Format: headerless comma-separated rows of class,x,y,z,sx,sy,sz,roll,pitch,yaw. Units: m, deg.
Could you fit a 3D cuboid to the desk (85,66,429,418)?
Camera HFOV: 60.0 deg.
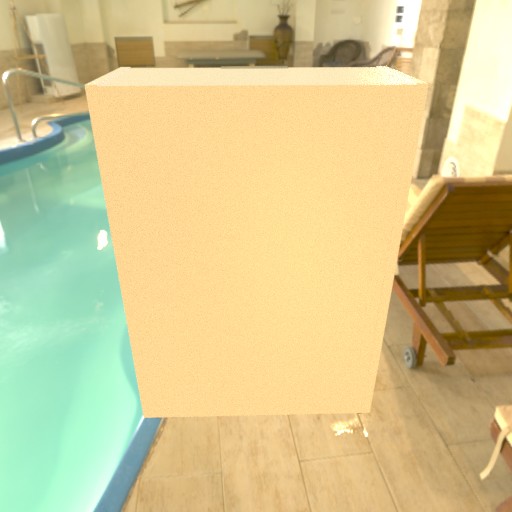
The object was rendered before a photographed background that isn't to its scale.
desk,0.000,0.000,1.554,0.850,1.190,0.390,-1,29,-1
